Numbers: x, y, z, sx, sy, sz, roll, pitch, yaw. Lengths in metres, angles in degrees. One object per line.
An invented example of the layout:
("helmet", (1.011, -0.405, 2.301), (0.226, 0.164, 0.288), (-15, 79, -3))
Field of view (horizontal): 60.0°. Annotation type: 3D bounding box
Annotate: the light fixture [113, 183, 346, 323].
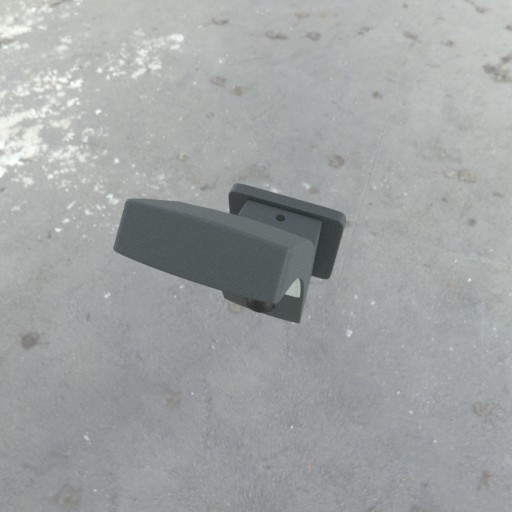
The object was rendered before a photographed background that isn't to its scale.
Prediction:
("light fixture", (0.000, 0.000, 0.331), (0.108, 0.243, 0.174), (17, 58, 11))
